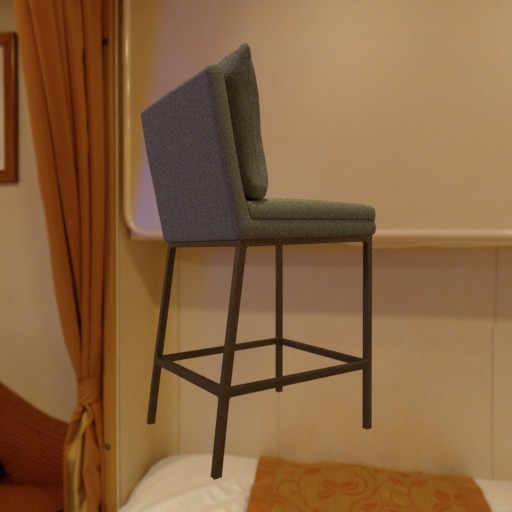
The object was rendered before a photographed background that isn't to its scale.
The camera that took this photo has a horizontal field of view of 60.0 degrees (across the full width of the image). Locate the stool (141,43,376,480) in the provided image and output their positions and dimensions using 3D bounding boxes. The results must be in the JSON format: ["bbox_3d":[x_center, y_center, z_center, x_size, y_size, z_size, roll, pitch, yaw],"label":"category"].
[{"bbox_3d":[0.000,0.000,1.348,0.569,1.031,0.463,-1,1,-35],"label":"stool"}]
